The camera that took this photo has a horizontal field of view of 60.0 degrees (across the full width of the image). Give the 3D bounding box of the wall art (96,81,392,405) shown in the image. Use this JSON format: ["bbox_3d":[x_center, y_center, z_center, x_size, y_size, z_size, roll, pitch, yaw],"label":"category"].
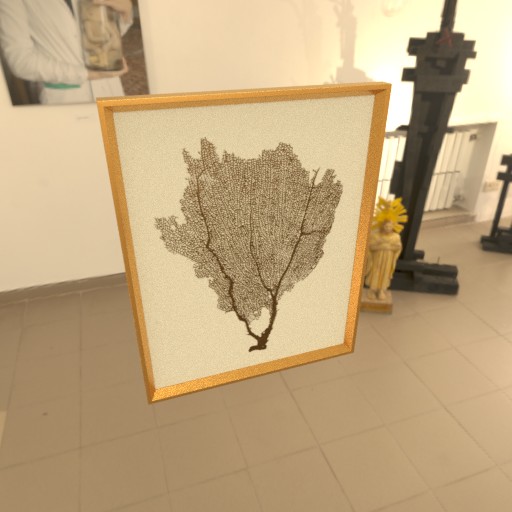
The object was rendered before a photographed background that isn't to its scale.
[{"bbox_3d":[0.000,0.000,1.073,0.610,0.762,0.038,-10,31,-17],"label":"wall art"}]
